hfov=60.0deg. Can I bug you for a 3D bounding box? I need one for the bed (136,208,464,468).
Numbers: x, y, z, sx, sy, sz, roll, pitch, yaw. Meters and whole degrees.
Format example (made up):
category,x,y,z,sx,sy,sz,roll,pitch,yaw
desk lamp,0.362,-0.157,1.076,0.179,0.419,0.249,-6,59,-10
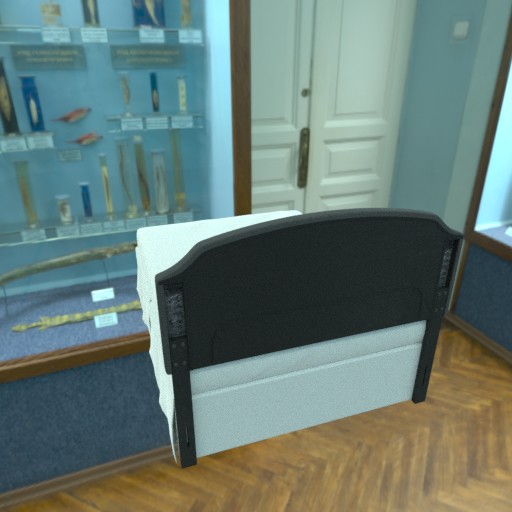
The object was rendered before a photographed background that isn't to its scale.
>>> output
category,x,y,z,sx,sy,sz,roll,pitch,yaw
bed,0.000,0.000,3.027,1.558,1.270,1.999,-8,26,-17
